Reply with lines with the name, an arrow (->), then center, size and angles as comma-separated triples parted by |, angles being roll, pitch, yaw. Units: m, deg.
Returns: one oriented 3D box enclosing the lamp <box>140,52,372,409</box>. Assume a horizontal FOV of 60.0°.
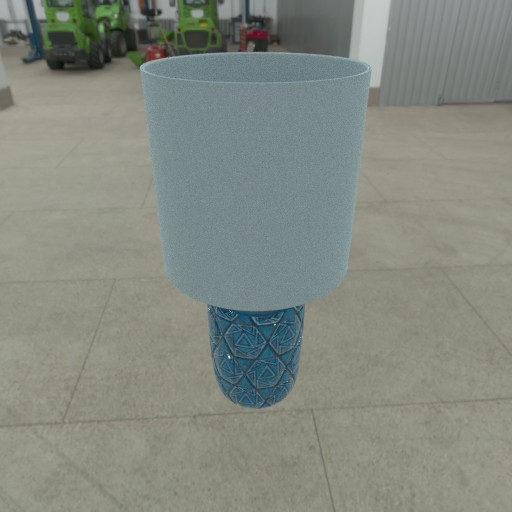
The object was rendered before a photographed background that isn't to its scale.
lamp -> 0.000, 0.000, 0.472 | 0.193, 0.377, 0.193 | -22, 37, -33
